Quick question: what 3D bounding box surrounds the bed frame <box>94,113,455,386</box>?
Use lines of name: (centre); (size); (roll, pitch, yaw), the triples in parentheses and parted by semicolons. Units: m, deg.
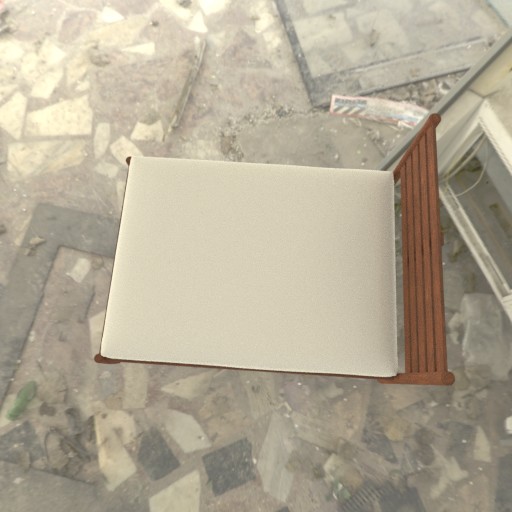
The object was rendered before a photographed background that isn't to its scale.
bed frame: (0.000, 0.000, 3.221); (2.234, 1.321, 1.655); (4, 74, 1)
